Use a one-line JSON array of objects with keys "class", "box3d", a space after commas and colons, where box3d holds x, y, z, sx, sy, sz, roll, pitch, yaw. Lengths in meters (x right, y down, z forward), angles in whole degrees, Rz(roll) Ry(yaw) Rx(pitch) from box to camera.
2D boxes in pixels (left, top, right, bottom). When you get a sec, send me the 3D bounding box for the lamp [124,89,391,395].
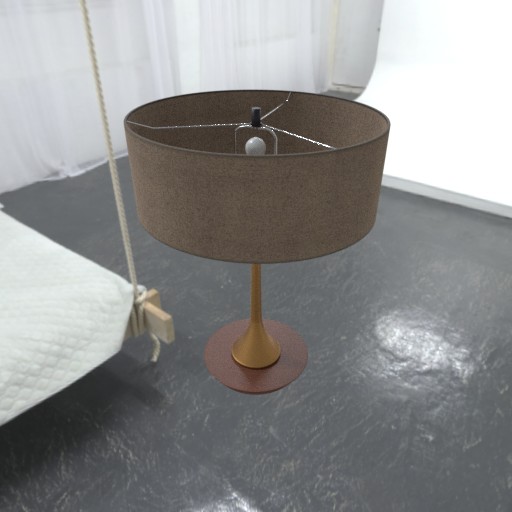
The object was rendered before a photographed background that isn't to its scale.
[{"class": "lamp", "box3d": [0.000, 0.000, 0.847, 0.417, 0.551, 0.396, 10, 33, 16]}]
